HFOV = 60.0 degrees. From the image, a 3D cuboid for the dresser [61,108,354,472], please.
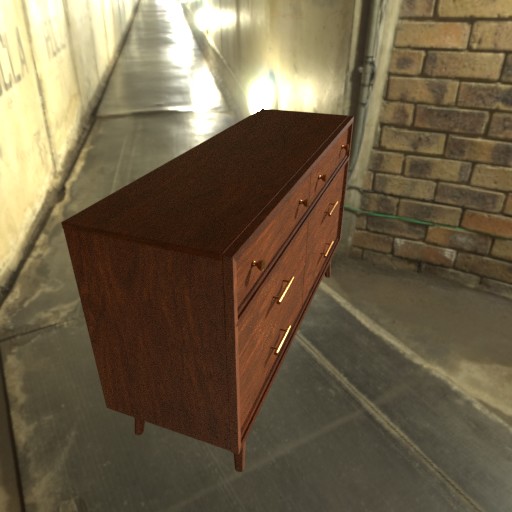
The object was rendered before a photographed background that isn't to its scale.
[{"bbox_3d":[0.000,0.000,1.875,0.500,0.889,1.472,11,32,18],"label":"dresser"}]
